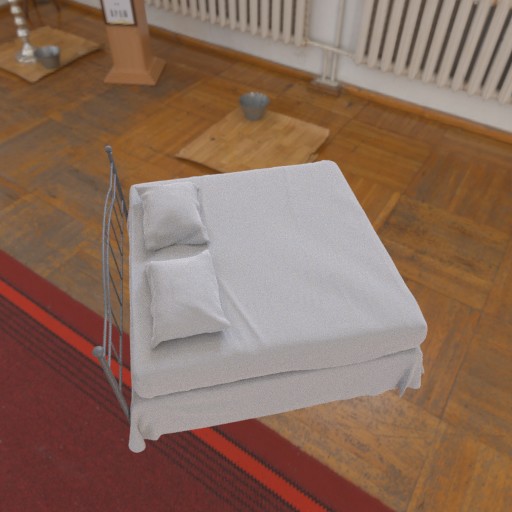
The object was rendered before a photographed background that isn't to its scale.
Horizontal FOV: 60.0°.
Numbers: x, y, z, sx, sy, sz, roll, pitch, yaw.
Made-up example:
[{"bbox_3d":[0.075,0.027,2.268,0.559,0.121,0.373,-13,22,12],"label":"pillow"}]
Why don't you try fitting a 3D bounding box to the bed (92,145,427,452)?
[{"bbox_3d":[0.000,0.000,3.548,2.220,1.080,2.309,-8,47,-8],"label":"bed"}]
